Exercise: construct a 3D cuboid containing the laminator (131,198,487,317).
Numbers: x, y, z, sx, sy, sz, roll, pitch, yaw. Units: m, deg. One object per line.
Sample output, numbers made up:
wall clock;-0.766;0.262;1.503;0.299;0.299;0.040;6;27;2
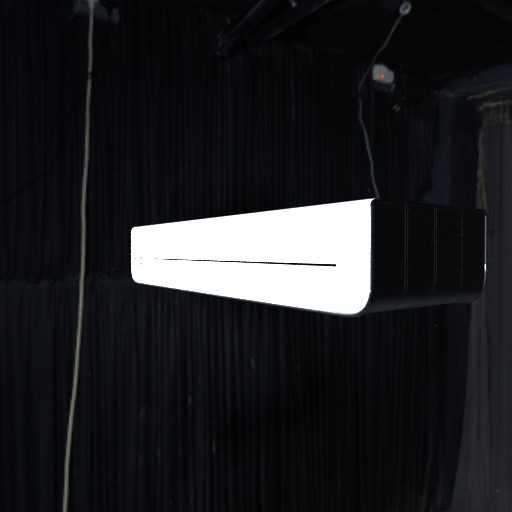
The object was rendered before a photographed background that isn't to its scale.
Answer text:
laminator;0.000;0.000;0.387;0.123;0.062;0.340;0;1;-36
